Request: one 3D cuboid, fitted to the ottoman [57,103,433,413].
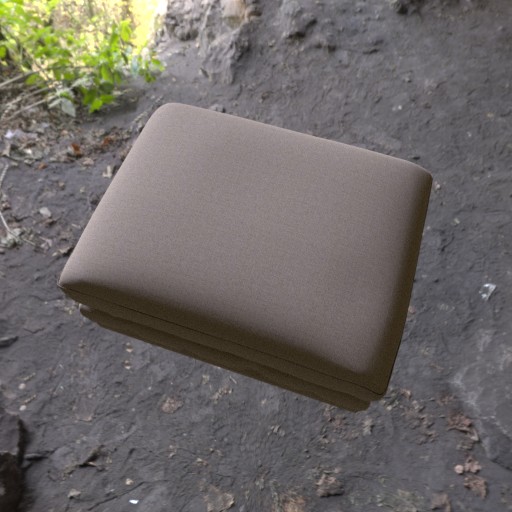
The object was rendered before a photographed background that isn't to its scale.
[{"bbox_3d":[0.000,0.000,1.070,0.684,0.463,0.541,17,65,8],"label":"ottoman"}]
